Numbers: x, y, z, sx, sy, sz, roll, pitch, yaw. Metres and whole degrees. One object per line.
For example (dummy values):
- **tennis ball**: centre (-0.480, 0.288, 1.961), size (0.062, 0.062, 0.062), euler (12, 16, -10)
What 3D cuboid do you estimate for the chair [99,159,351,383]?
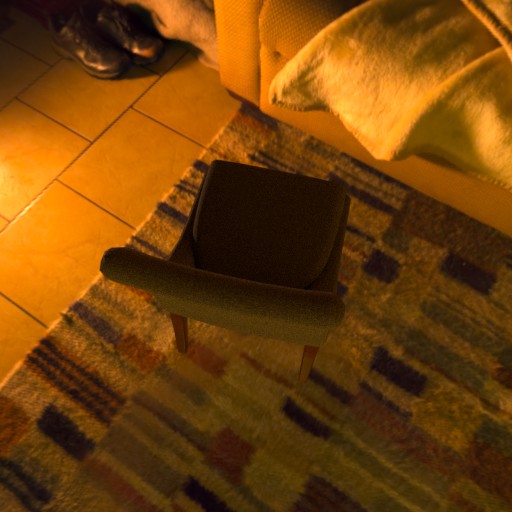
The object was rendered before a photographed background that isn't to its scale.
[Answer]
- **chair**: centre (0.000, 0.000, 1.322), size (0.508, 0.952, 0.655), euler (12, 65, 6)
